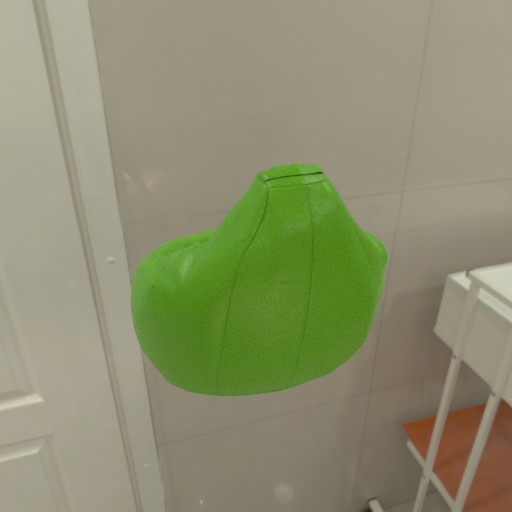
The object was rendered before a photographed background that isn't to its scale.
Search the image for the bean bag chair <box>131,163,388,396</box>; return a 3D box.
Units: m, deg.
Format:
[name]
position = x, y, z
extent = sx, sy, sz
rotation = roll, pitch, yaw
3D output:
[bean bag chair]
position = 0.000, 0.000, 1.876
extent = 1.070, 0.990, 1.070
rotation = -9, 29, -16
